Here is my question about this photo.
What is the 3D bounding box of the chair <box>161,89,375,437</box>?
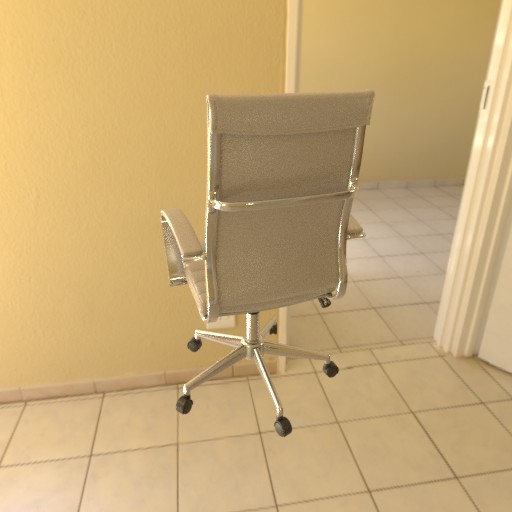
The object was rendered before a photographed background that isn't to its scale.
[{"bbox_3d":[0.000,0.000,1.581,0.679,1.149,0.667,-8,26,-17],"label":"chair"}]
